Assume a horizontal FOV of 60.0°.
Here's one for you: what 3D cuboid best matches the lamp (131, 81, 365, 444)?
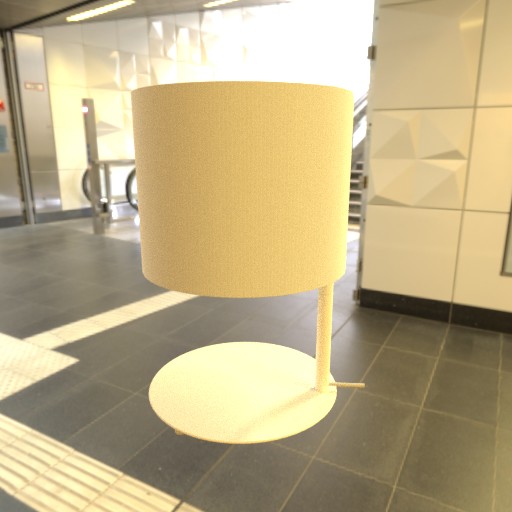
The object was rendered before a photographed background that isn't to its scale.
[{"bbox_3d":[0.000,0.000,0.663,0.341,0.454,0.299,2,15,9],"label":"lamp"}]
